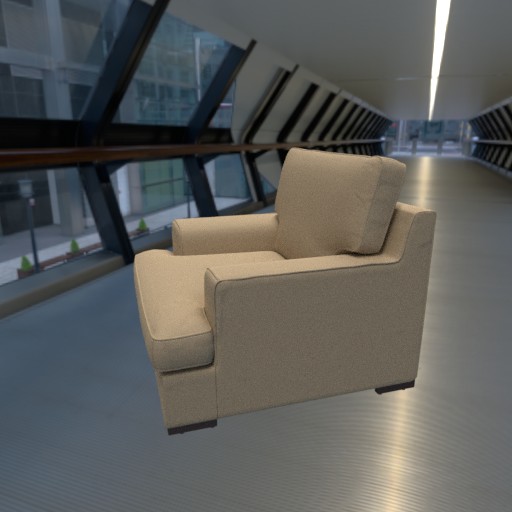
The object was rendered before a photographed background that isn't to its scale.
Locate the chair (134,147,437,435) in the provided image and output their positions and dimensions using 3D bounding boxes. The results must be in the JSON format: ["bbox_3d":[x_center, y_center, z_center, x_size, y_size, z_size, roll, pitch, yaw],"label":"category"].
[{"bbox_3d":[0.000,0.000,2.190,1.274,1.005,1.293,-7,17,-24],"label":"chair"}]
